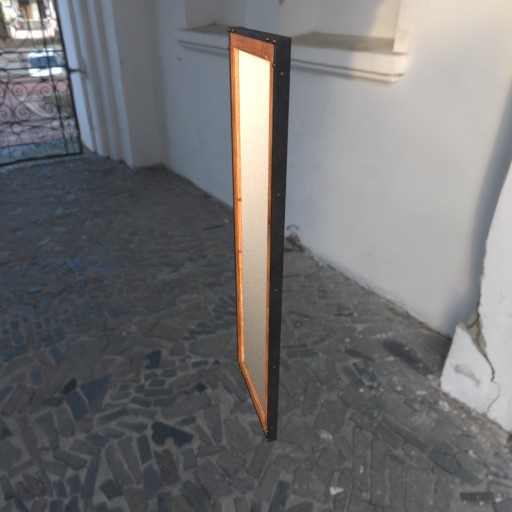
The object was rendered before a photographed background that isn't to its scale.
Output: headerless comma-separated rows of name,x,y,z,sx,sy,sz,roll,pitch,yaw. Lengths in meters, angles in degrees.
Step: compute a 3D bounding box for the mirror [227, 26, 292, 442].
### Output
mirror,0.000,0.000,1.187,0.042,1.080,0.354,-9,31,-14
